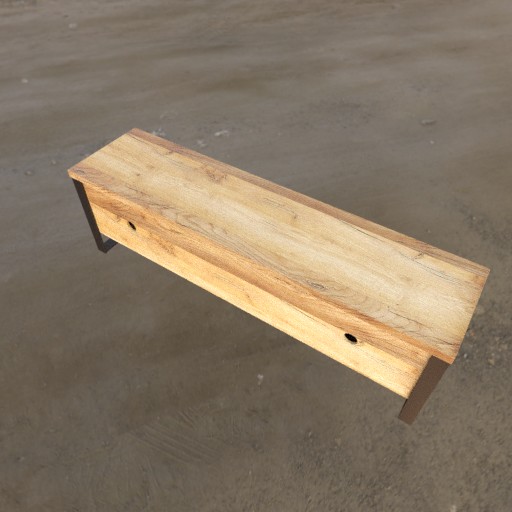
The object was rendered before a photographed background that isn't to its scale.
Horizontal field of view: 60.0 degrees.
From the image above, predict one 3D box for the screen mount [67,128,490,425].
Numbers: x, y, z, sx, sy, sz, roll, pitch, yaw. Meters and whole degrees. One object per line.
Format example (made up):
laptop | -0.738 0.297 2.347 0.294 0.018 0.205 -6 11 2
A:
screen mount | 0.000 0.000 1.739 1.524 0.450 0.395 26 52 22
